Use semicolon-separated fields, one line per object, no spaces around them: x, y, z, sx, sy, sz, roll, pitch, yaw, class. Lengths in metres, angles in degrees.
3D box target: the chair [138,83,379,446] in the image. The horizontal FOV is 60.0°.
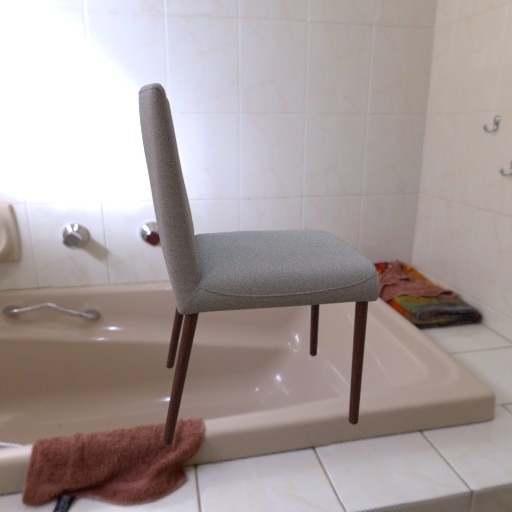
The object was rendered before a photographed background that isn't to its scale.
0.000;0.000;1.220;0.570;0.859;0.456;-3;17;-9;chair
